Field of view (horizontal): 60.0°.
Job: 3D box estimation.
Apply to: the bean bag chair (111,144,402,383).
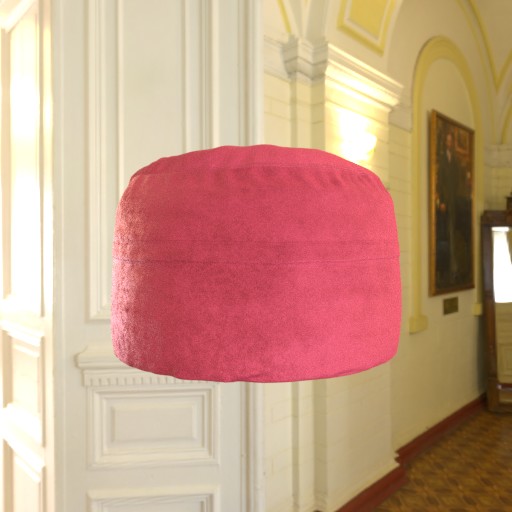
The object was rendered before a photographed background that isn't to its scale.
[{"bbox_3d":[0.000,0.000,1.932,1.218,0.788,1.218,0,0,0],"label":"bean bag chair"}]
